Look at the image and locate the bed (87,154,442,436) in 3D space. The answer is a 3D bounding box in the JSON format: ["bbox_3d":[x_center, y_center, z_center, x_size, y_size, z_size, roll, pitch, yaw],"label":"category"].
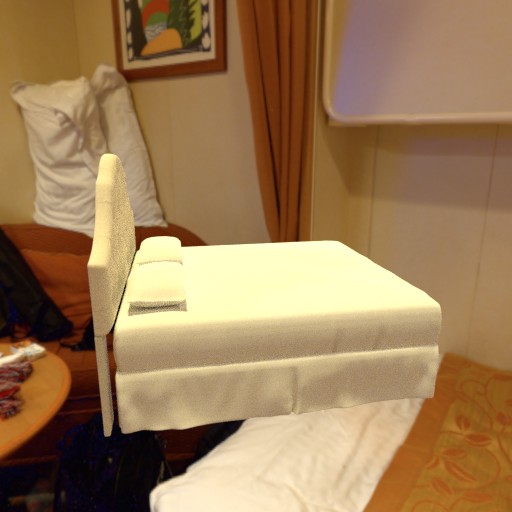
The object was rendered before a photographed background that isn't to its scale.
[{"bbox_3d":[0.000,0.000,3.563,2.214,1.615,2.008,-3,15,-10],"label":"bed"}]
